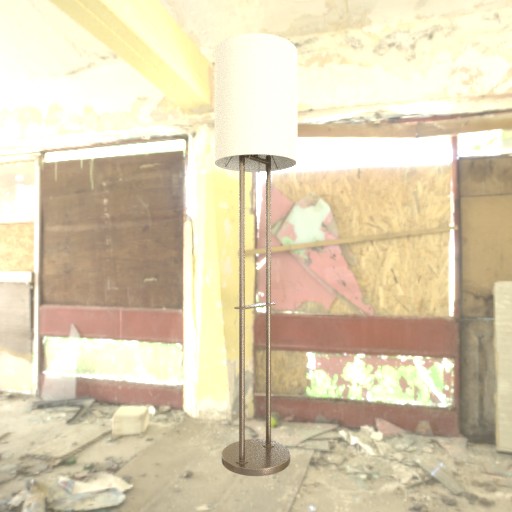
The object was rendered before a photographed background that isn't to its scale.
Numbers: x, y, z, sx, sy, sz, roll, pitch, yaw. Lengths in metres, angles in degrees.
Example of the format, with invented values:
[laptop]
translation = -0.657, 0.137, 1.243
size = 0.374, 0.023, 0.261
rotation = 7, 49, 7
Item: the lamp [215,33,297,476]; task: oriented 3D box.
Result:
[lamp]
translation = 0.000, 0.000, 1.639
size = 0.305, 1.500, 0.306
rotation = 0, -1, 36
